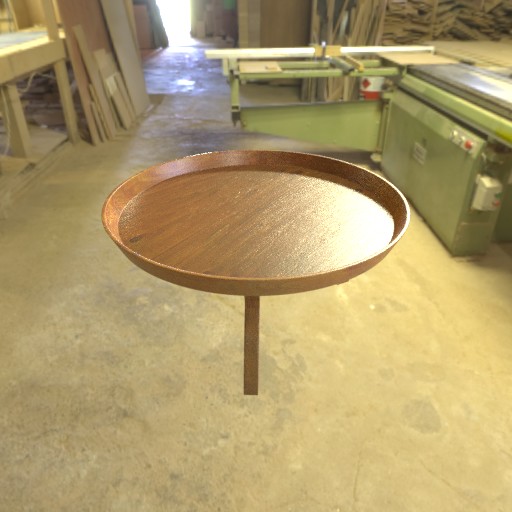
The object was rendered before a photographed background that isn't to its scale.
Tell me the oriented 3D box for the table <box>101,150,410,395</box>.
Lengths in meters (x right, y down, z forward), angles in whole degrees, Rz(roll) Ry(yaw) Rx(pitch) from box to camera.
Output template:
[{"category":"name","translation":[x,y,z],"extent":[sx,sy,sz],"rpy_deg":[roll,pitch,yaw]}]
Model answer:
[{"category":"table","translation":[0.000,0.000,1.606],"extent":[1.016,0.470,1.016],"rpy_deg":[0,31,0]}]
